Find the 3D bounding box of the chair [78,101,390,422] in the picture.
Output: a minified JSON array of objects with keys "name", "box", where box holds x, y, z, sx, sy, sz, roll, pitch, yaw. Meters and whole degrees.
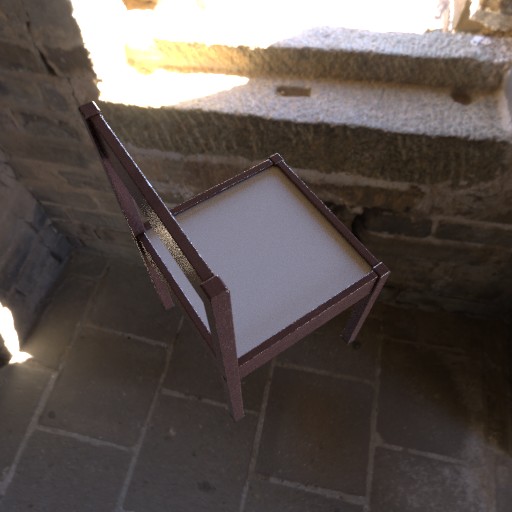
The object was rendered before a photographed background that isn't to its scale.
[{"name":"chair","box":[0.000,0.000,0.681,0.285,0.505,0.285,-30,63,-17]}]
